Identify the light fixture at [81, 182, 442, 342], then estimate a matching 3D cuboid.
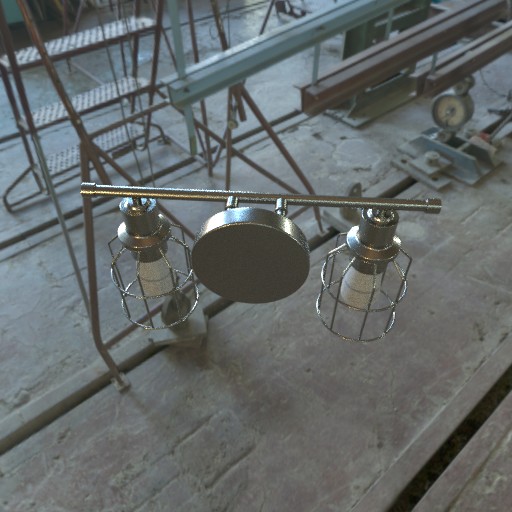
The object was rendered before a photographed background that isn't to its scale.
[{"bbox_3d":[0.000,0.000,0.537,0.406,0.254,0.165,3,46,3],"label":"light fixture"}]
